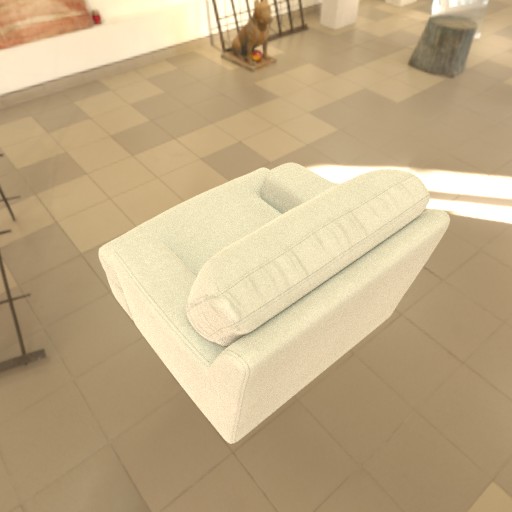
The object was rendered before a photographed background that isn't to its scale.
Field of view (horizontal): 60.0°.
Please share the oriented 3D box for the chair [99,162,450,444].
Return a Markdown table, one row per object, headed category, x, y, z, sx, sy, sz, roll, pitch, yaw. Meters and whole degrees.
| category | x | y | z | sx | sy | sz | roll | pitch | yaw |
| --- | --- | --- | --- | --- | --- | --- | --- | --- | --- |
| chair | 0.000 | 0.000 | 2.029 | 1.140 | 0.930 | 1.158 | -31 | 53 | -26 |
